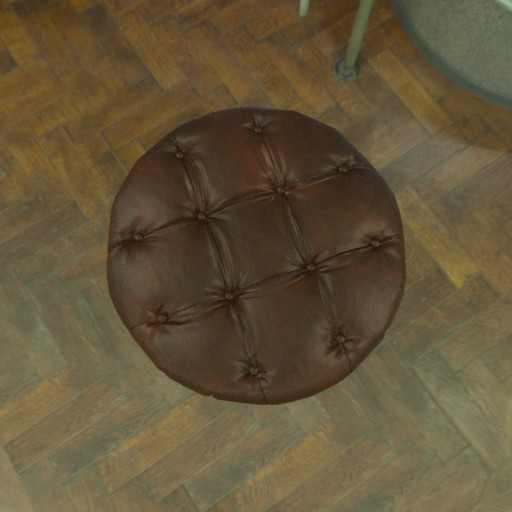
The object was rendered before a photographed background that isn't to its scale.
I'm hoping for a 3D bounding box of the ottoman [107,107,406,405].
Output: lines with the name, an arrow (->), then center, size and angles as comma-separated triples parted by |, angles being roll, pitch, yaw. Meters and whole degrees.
ottoman -> 0.000, 0.000, 1.428 | 0.901, 0.455, 0.901 | 0, 76, 0
